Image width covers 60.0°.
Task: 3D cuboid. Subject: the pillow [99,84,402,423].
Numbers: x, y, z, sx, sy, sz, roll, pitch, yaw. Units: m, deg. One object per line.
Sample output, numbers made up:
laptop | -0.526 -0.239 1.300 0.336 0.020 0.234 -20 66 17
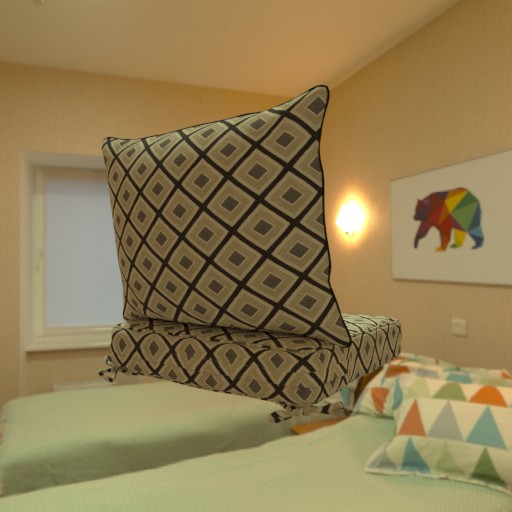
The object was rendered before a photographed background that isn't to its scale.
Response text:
pillow | 0.000 0.000 1.372 0.798 0.722 0.733 0 -1 35
